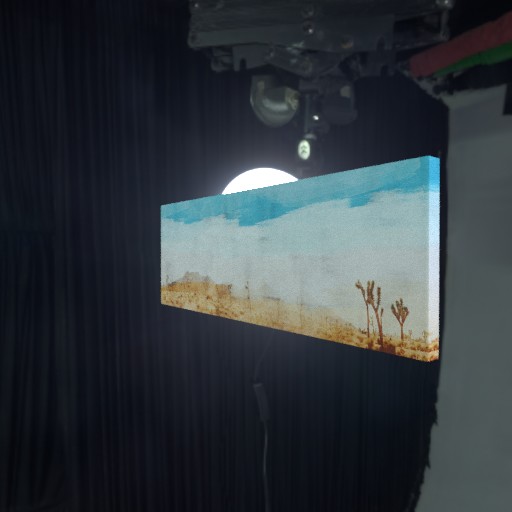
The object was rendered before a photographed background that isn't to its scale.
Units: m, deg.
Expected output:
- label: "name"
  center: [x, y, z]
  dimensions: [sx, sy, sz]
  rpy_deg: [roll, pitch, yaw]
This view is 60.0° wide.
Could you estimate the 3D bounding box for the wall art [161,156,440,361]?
- label: "wall art"
  center: [0.000, 0.000, 0.859]
  dimensions: [0.044, 0.254, 0.759]
  rpy_deg: [-1, 1, -37]
